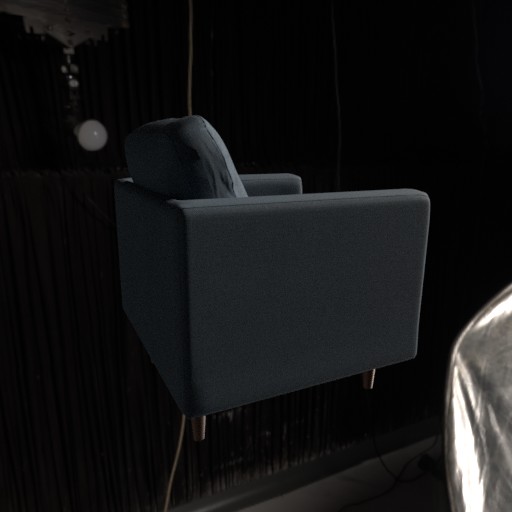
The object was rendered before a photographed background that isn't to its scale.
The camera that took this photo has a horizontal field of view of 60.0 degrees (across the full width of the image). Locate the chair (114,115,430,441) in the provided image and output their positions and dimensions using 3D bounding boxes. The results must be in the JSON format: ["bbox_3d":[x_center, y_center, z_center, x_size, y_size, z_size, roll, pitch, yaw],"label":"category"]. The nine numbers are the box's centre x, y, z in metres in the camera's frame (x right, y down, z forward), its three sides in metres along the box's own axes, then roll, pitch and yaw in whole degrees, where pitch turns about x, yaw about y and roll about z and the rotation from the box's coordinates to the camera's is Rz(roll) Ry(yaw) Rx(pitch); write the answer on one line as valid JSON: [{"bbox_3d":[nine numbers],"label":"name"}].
[{"bbox_3d":[0.000,0.000,1.568,0.820,0.922,0.855,-7,16,-25],"label":"chair"}]
